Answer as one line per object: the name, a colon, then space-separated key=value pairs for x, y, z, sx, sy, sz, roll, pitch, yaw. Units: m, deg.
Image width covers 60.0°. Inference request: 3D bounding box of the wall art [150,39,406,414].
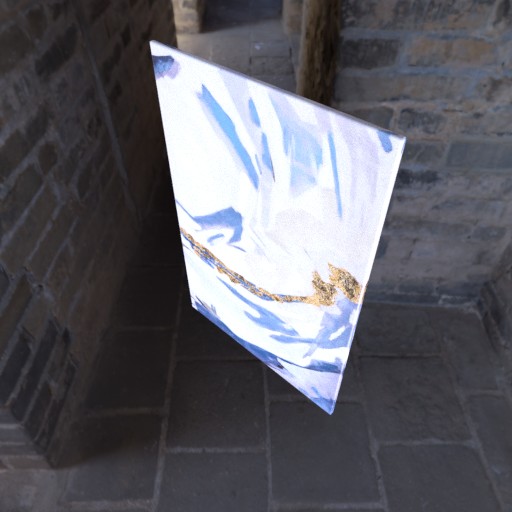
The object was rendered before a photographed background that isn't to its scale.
wall art: x=0.000 y=0.000 z=1.137 sx=0.610 sy=0.914 sz=0.016 roll=33 pitch=54 yaw=28
